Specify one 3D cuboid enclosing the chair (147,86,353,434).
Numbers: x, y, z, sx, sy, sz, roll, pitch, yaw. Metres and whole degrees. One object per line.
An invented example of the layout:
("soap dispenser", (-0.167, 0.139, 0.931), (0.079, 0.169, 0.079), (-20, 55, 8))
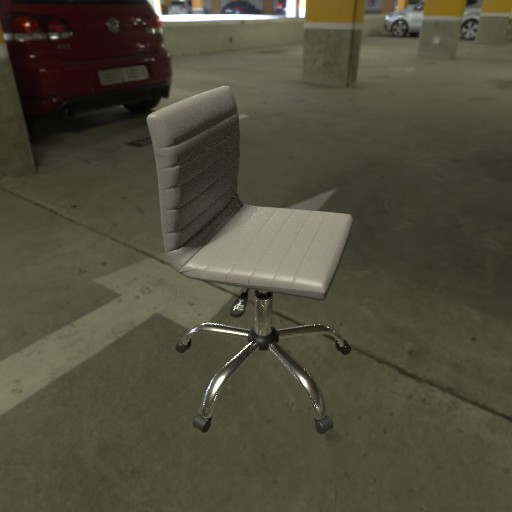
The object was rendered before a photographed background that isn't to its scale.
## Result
("chair", (0.000, 0.000, 1.158), (0.530, 0.780, 0.556), (10, 31, 17))
